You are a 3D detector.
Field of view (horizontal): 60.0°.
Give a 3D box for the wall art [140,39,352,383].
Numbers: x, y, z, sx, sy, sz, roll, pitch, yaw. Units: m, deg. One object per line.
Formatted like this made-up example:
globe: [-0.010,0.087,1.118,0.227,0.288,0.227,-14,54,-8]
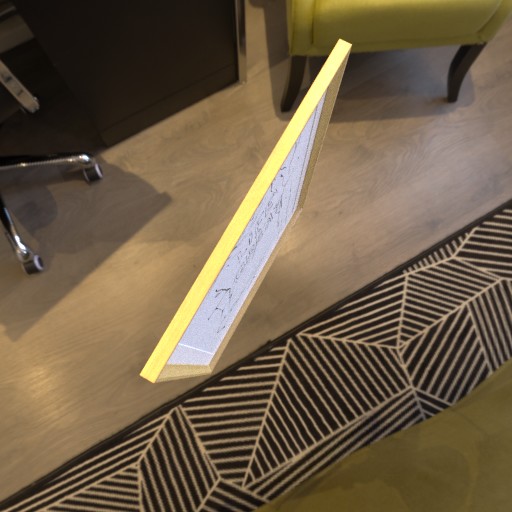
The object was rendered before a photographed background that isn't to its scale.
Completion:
wall art: [0.000,0.000,1.353,0.030,1.002,0.798,28,78,7]
